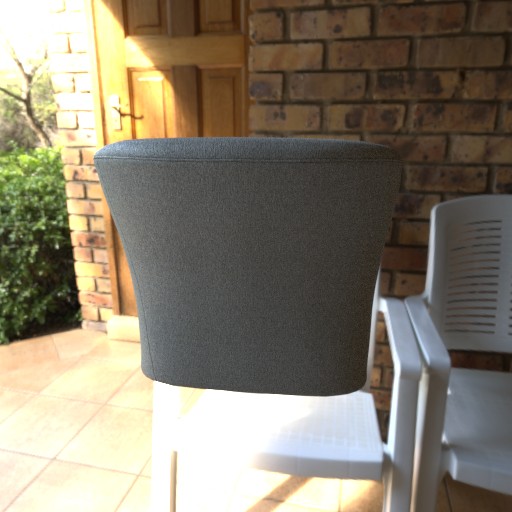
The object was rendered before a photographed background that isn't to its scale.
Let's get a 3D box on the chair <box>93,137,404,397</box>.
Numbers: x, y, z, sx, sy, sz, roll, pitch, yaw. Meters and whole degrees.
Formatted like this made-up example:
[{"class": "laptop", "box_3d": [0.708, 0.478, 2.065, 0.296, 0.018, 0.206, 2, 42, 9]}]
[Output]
[{"class": "chair", "box_3d": [0.000, 0.000, 1.614, 0.864, 0.856, 0.923, 2, 16, 7]}]
